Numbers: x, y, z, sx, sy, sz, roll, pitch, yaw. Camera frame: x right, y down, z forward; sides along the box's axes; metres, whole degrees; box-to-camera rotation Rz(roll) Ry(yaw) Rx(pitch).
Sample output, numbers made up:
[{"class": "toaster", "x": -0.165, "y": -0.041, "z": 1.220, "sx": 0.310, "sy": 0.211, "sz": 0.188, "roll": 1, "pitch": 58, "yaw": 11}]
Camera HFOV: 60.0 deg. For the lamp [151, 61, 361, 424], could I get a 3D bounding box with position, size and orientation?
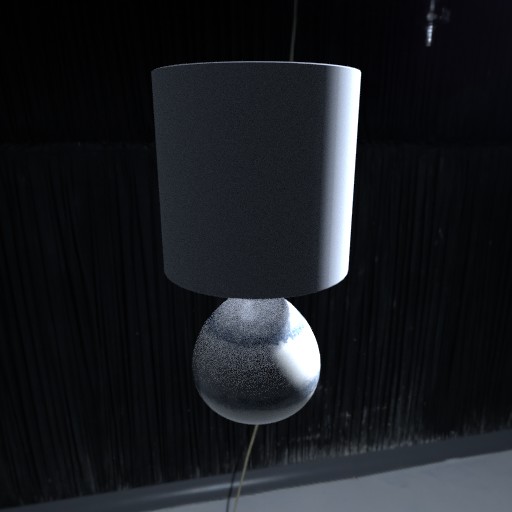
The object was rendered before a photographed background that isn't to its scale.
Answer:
[{"class": "lamp", "x": 0.000, "y": 0.000, "z": 0.529, "sx": 0.216, "sy": 0.404, "sz": 0.216, "roll": -3, "pitch": 18, "yaw": -10}]
